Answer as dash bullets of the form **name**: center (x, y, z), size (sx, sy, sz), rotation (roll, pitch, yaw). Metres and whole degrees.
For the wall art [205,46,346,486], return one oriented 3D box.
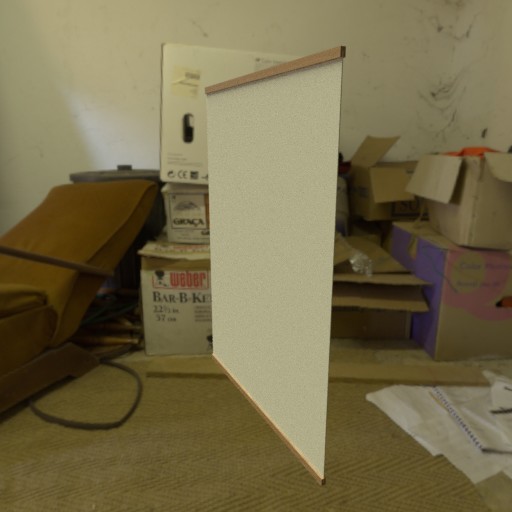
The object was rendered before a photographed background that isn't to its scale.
- **wall art**: center (0.000, 0.000, 1.317), size (0.013, 1.016, 0.758), rotation (-7, 16, -26)
